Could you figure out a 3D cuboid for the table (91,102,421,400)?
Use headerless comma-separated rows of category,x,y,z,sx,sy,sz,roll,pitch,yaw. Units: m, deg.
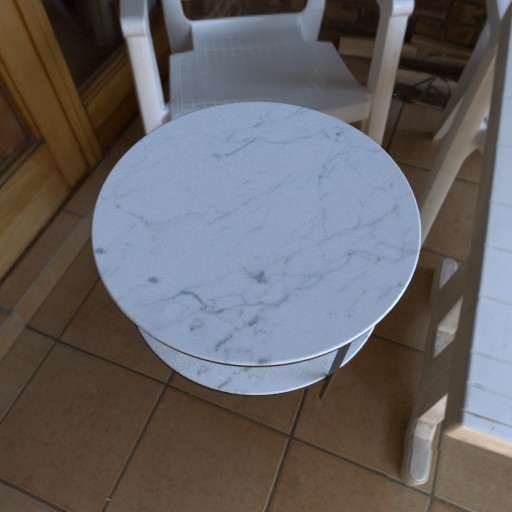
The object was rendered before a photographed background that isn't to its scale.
table,0.000,0.000,1.282,0.800,0.450,0.800,0,57,0
